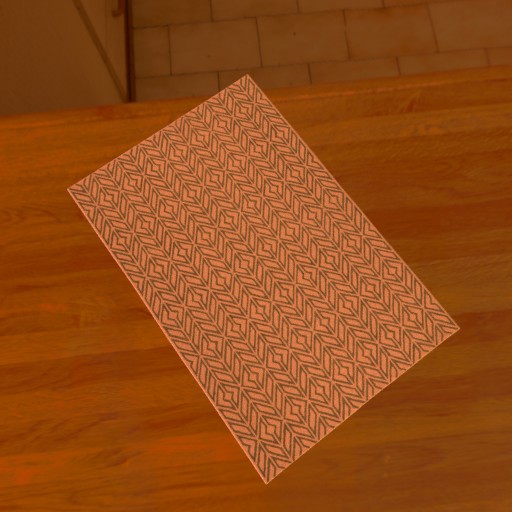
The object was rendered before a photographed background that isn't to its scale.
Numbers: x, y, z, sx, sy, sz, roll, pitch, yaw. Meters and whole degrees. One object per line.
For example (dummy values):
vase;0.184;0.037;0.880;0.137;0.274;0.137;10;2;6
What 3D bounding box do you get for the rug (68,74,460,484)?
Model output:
rug;0.000;0.000;2.332;1.220;0.007;1.828;-35;79;-8
